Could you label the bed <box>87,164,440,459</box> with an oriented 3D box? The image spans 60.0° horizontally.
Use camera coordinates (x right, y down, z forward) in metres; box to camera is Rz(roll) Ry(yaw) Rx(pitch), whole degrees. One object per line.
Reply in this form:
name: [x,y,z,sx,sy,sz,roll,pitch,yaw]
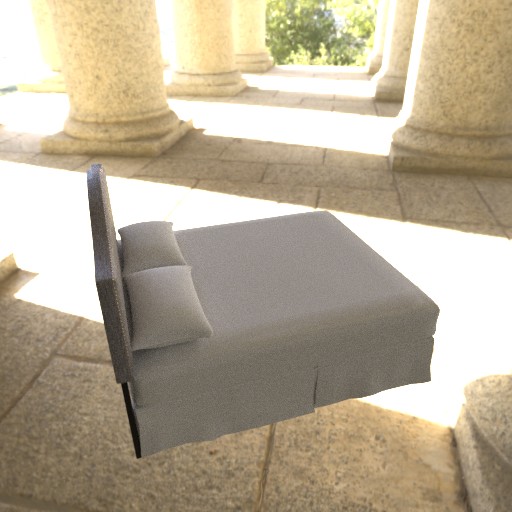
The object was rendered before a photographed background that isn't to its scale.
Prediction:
bed: [0.000,0.000,2.892,1.870,1.295,1.610,-9,31,-16]
